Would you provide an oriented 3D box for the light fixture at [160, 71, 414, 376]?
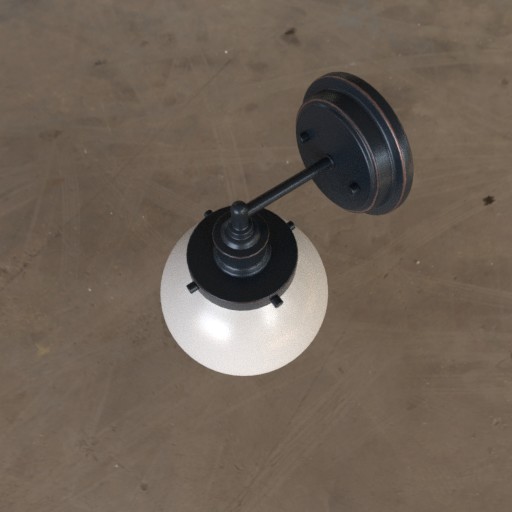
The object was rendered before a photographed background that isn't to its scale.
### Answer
[{"bbox_3d":[0.000,0.000,0.469,0.230,0.332,0.197,-32,68,-15],"label":"light fixture"}]
